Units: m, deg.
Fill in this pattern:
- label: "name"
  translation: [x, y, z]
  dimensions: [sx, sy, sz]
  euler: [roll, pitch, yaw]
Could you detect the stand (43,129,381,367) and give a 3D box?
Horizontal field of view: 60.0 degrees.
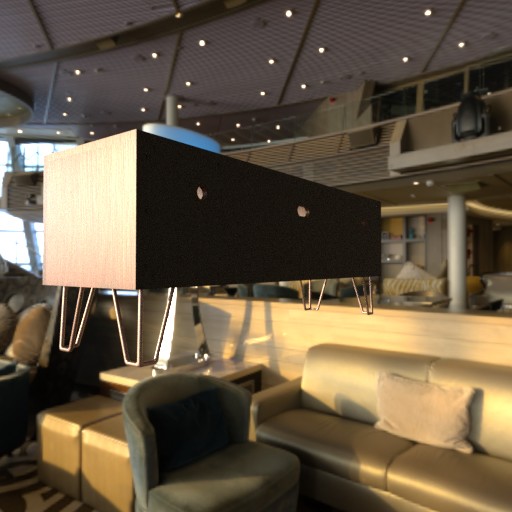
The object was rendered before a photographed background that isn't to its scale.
- label: "stand"
  translation: [0.000, 0.000, 1.900]
  dimensions: [0.481, 0.610, 1.626]
  euler: [-1, -1, 37]
